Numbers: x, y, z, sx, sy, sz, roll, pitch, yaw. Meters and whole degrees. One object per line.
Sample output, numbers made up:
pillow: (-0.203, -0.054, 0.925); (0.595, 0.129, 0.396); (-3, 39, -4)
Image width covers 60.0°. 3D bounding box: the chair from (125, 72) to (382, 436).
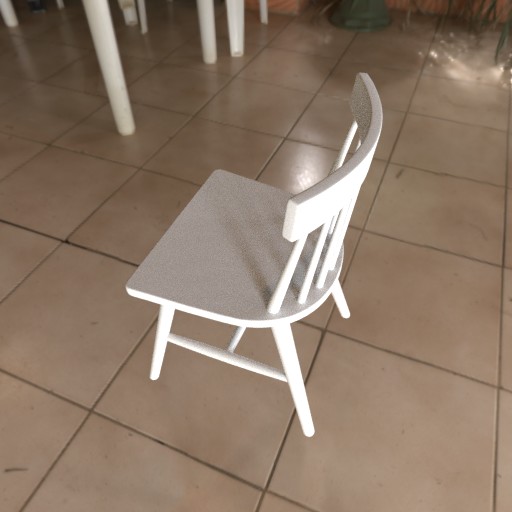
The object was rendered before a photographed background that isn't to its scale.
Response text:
chair: (0.000, 0.000, 1.109); (0.500, 0.787, 0.483); (16, 48, 15)
